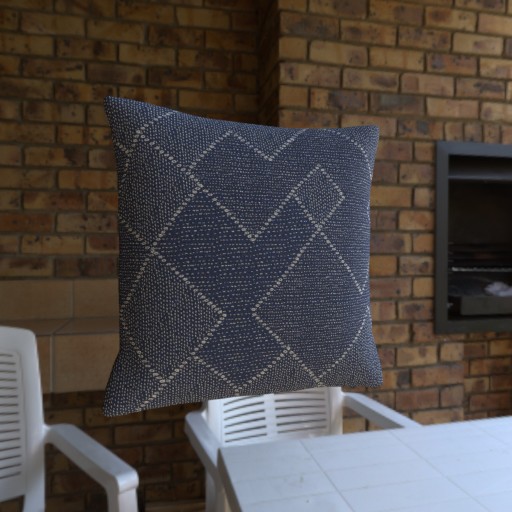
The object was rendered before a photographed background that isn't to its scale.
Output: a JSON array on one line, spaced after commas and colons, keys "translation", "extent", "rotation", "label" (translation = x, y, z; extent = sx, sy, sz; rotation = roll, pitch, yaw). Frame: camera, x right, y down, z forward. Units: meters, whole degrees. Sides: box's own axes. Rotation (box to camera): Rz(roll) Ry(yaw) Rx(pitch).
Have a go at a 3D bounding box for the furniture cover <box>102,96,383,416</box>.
[{"translation": [0.000, 0.000, 0.777], "extent": [0.511, 0.503, 0.162], "rotation": [0, 1, -18], "label": "furniture cover"}]
